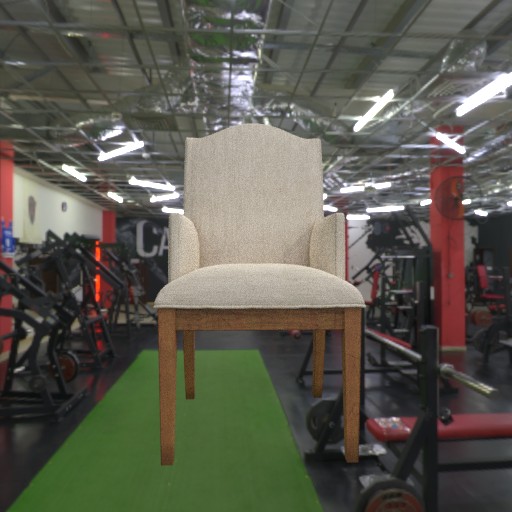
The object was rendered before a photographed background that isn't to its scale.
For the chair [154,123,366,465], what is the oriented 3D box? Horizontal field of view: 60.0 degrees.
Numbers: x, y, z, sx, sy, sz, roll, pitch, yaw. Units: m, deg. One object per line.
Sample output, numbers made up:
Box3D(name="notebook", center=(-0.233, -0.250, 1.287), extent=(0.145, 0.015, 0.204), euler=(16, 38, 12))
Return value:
Box3D(name="chair", center=(0.000, 0.000, 1.398), extent=(0.533, 1.016, 0.641), euler=(0, 0, -2))
